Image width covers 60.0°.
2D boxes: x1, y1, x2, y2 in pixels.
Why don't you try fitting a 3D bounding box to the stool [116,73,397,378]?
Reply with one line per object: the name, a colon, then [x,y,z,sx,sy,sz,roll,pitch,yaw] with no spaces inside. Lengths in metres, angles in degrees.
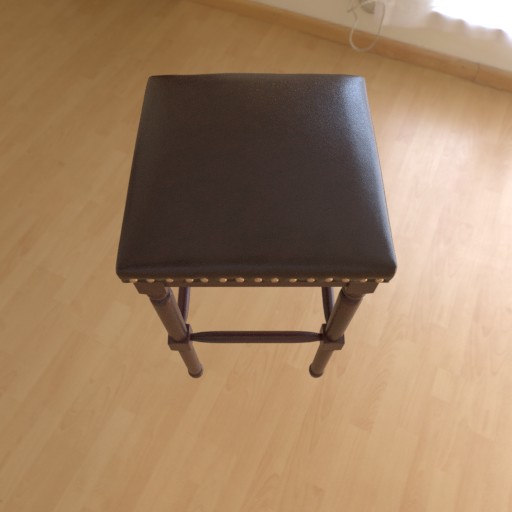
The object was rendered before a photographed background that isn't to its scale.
stool: [0.000,0.000,0.941,0.382,0.702,0.383,0,61,0]
